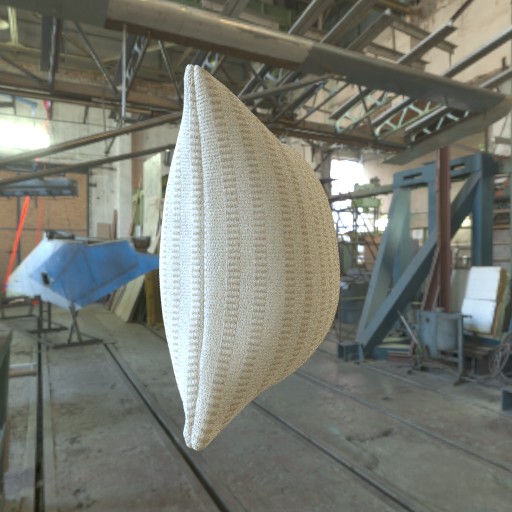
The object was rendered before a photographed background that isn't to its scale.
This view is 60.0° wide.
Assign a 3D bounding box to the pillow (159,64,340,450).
[{"bbox_3d":[0.000,0.000,0.678,0.247,0.419,0.438,0,0,19],"label":"pillow"}]
